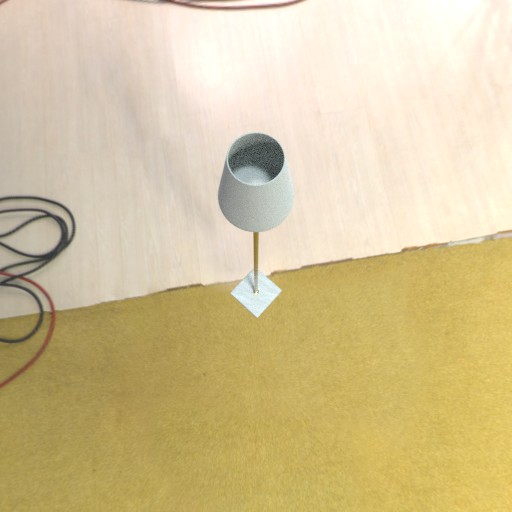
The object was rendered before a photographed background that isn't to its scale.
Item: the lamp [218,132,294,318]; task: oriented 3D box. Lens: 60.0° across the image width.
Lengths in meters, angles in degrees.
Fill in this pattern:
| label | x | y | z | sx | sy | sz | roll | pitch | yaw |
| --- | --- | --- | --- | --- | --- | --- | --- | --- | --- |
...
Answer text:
| label | x | y | z | sx | sy | sz | roll | pitch | yaw |
| --- | --- | --- | --- | --- | --- | --- | --- | --- | --- |
| lamp | 0.000 | 0.000 | 1.928 | 0.229 | 1.813 | 0.232 | 41 | 79 | 10 |
